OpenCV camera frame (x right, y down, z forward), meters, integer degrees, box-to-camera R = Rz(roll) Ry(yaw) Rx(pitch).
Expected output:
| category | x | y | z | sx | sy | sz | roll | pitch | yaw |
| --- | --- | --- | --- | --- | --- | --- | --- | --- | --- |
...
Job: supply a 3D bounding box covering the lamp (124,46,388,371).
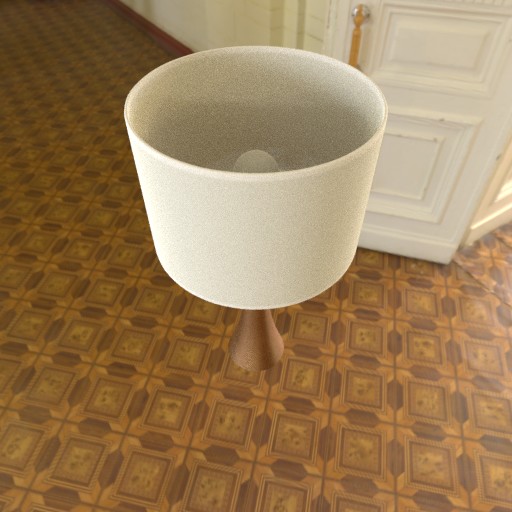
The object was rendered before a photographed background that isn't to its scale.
| category | x | y | z | sx | sy | sz | roll | pitch | yaw |
| --- | --- | --- | --- | --- | --- | --- | --- | --- | --- |
| lamp | 0.000 | 0.000 | 0.633 | 0.268 | 0.479 | 0.268 | 8 | 47 | 8 |
